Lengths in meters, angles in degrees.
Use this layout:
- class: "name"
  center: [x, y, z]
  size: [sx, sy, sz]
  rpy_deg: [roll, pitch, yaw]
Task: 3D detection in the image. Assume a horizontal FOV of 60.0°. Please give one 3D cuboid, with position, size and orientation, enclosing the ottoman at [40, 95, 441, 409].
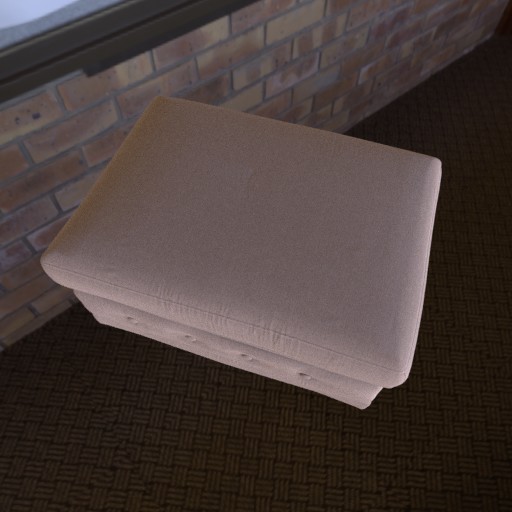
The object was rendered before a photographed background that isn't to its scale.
- class: "ottoman"
  center: [0.000, 0.000, 1.154]
  size: [0.771, 0.500, 0.569]
  rpy_deg: [16, 60, 10]
